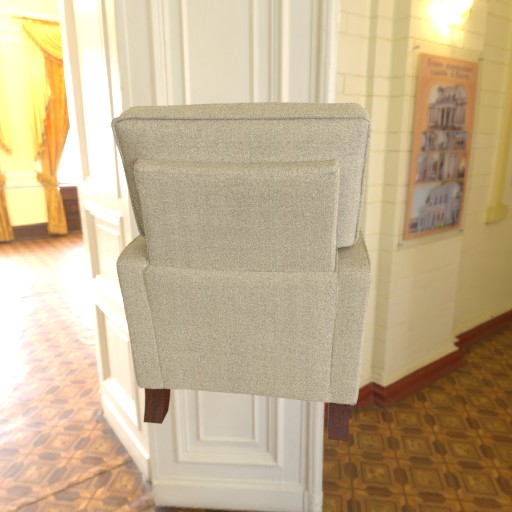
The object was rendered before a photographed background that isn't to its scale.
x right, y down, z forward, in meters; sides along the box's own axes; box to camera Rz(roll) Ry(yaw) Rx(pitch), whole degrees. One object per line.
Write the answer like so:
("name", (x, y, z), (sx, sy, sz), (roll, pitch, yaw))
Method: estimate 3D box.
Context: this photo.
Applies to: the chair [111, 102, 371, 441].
("chair", (0.000, 0.000, 1.410), (0.648, 0.888, 0.754), (2, 15, 8))
